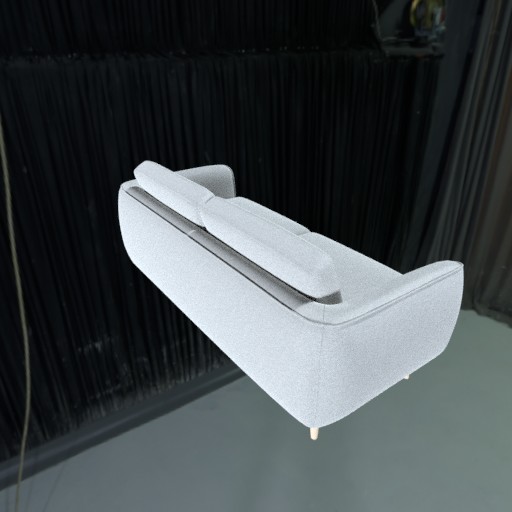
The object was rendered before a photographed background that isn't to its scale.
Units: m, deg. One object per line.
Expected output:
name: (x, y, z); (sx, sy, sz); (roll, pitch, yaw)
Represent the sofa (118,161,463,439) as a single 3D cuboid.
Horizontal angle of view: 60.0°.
sofa: (0.000, 0.000, 2.476); (0.920, 0.850, 2.000); (-18, 33, -31)
